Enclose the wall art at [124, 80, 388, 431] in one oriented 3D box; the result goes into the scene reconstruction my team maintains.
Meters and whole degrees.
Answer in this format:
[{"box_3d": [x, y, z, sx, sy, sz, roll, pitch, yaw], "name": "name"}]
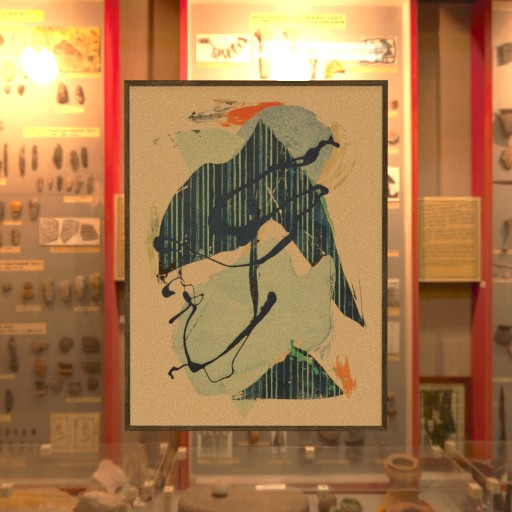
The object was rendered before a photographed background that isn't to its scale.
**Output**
[{"box_3d": [0.000, 0.000, 1.314, 0.762, 1.016, 0.063, 0, 0, 0], "name": "wall art"}]
